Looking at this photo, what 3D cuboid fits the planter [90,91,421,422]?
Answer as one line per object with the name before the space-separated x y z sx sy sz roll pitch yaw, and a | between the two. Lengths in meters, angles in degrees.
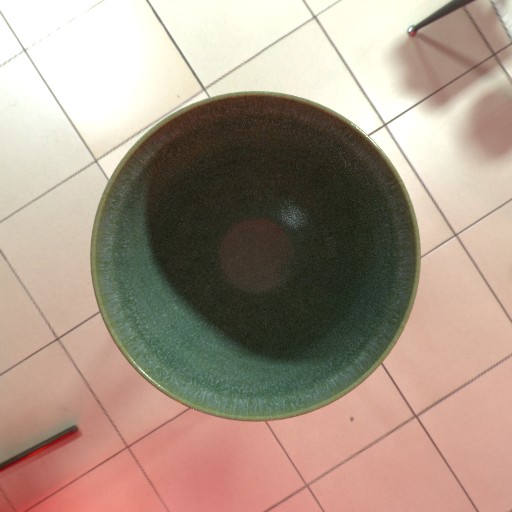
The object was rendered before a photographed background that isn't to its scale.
planter | 0.000 0.000 0.489 0.266 0.270 0.266 0 90 0
